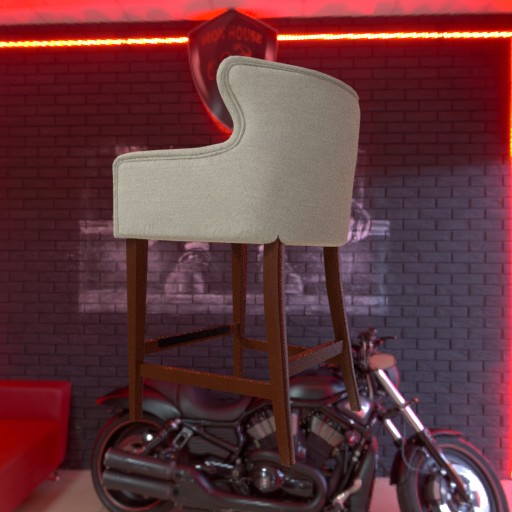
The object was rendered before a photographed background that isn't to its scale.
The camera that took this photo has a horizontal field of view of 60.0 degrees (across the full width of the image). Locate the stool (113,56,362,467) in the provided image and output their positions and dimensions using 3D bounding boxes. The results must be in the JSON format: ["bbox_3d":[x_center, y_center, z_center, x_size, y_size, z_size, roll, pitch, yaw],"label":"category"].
[{"bbox_3d":[0.000,0.000,1.385,0.637,0.987,0.615,0,0,36],"label":"stool"}]
